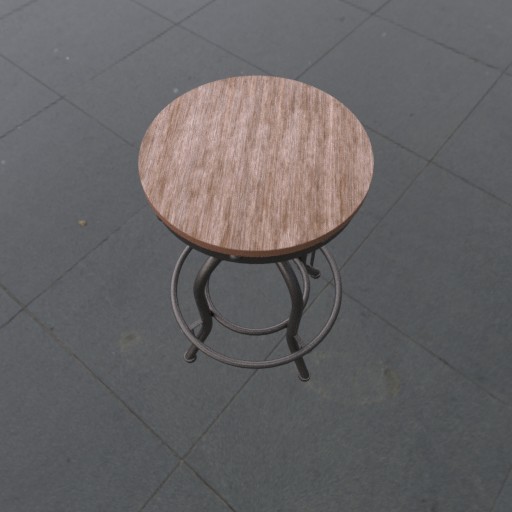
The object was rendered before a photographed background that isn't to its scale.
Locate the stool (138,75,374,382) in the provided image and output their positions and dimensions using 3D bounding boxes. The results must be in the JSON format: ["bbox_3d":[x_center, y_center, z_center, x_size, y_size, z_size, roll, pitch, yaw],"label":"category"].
[{"bbox_3d":[0.000,0.000,0.923,0.439,0.609,0.439,-32,64,-17],"label":"stool"}]
